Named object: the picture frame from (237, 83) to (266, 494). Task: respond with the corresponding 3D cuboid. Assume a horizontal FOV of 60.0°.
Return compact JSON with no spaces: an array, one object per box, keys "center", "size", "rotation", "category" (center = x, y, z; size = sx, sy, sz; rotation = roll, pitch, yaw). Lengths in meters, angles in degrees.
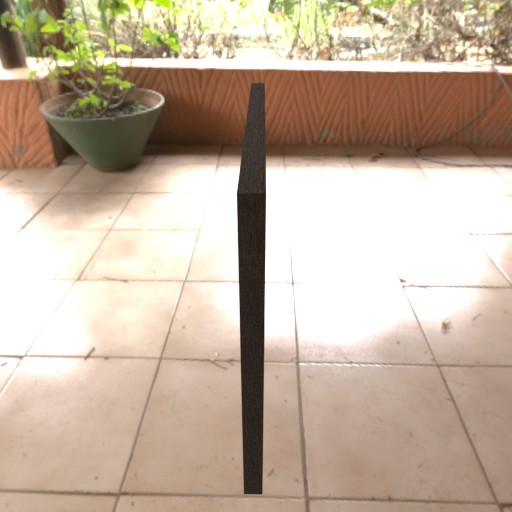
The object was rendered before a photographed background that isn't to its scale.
[{"center":[0.000,0.000,0.741],"size":[0.026,0.455,0.546],"rotation":[0,31,1],"category":"picture frame"}]
